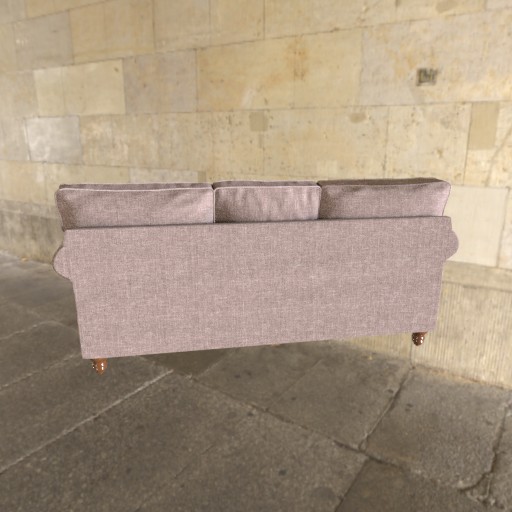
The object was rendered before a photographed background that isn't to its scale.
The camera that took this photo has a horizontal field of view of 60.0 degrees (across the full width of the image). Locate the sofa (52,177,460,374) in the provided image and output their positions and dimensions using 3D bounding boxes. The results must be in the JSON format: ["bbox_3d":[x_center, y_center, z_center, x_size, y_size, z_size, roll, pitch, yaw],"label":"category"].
[{"bbox_3d":[0.000,0.000,2.662,2.084,0.961,0.916,-3,15,-10],"label":"sofa"}]
